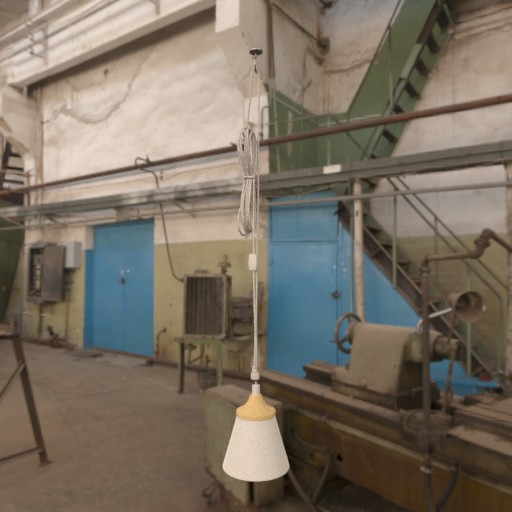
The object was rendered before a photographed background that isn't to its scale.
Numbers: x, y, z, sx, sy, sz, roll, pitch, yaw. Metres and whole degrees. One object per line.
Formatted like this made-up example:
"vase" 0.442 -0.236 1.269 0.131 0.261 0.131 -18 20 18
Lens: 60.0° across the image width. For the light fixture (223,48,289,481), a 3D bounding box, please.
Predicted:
"light fixture" 0.000 0.000 1.033 0.153 0.966 0.153 -1 -2 37
